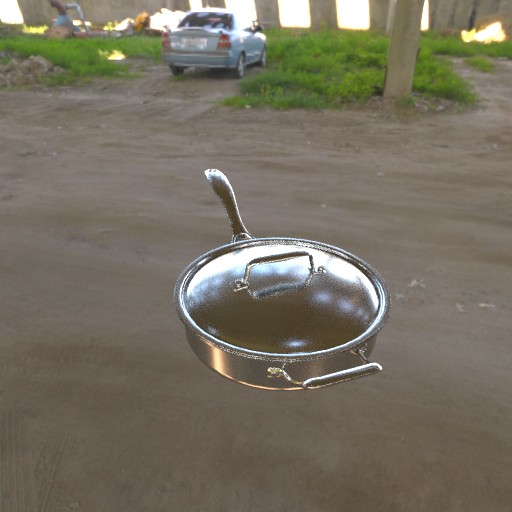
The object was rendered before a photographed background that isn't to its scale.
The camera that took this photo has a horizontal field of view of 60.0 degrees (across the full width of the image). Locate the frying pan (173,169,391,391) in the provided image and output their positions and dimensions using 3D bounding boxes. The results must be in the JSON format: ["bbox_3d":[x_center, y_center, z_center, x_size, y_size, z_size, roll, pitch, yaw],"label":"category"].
[{"bbox_3d":[0.000,0.000,0.670,0.280,0.114,0.561,-10,31,-17],"label":"frying pan"}]
